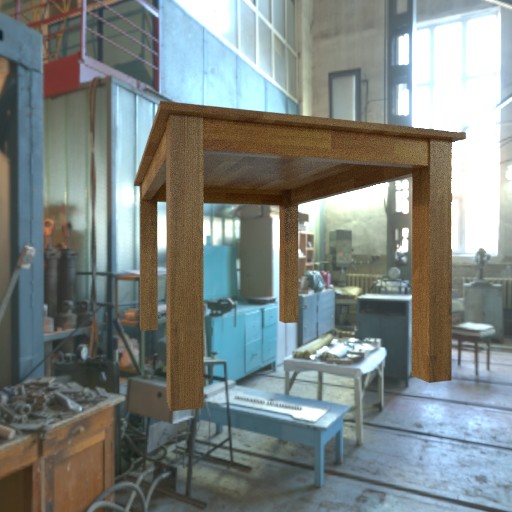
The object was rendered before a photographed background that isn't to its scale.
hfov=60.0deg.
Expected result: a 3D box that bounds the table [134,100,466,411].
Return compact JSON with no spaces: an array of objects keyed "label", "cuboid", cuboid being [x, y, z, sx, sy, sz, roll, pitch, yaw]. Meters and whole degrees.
[{"label":"table","cuboid":[0.000,0.000,1.809,0.900,0.750,1.300,0,1,-18]}]
